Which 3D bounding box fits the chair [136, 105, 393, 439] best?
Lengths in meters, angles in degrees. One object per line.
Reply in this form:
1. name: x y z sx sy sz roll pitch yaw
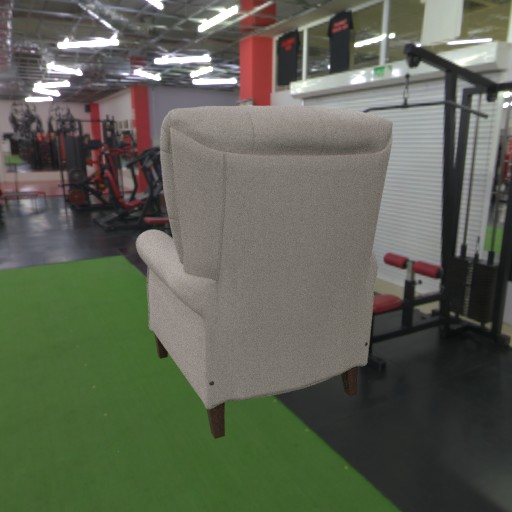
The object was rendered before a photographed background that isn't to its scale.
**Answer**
1. chair: 0.000 0.000 1.951 0.942 1.209 1.025 -7 16 -26
